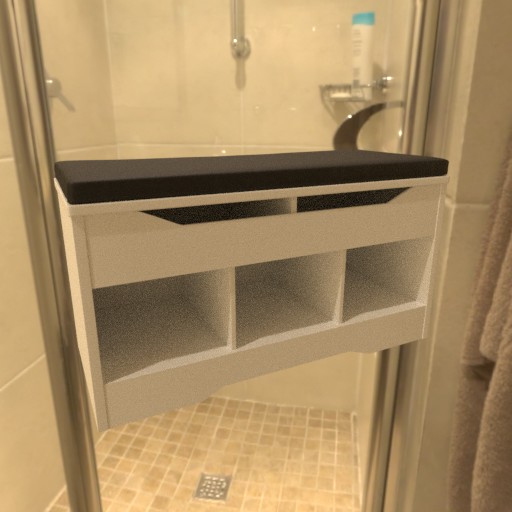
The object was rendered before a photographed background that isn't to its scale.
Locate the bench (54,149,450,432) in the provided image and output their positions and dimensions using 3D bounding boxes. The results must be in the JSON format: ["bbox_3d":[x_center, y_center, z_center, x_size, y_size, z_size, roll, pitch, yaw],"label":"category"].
[{"bbox_3d":[0.000,0.000,1.158,0.899,0.500,0.401,-8,19,-25],"label":"bench"}]
